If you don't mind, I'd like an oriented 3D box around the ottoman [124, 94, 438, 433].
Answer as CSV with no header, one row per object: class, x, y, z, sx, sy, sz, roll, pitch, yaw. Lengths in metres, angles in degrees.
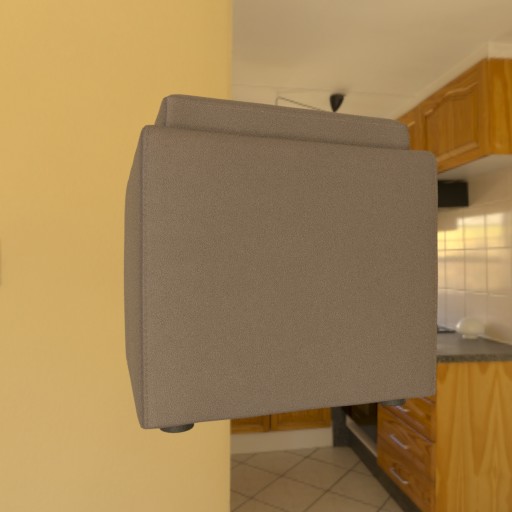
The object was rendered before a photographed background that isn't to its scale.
ottoman,0.000,0.000,0.806,0.450,0.460,0.451,0,-1,-18
